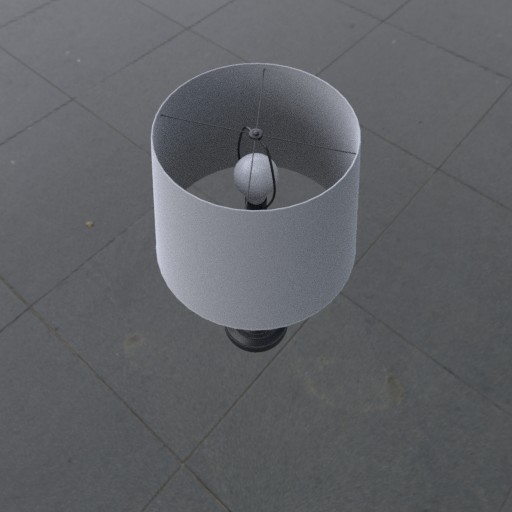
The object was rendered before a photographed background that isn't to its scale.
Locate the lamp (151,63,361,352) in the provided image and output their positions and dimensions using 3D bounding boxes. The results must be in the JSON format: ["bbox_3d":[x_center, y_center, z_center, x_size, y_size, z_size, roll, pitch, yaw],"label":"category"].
[{"bbox_3d":[0.000,0.000,0.789,0.331,0.594,0.331,0,59,0],"label":"lamp"}]
